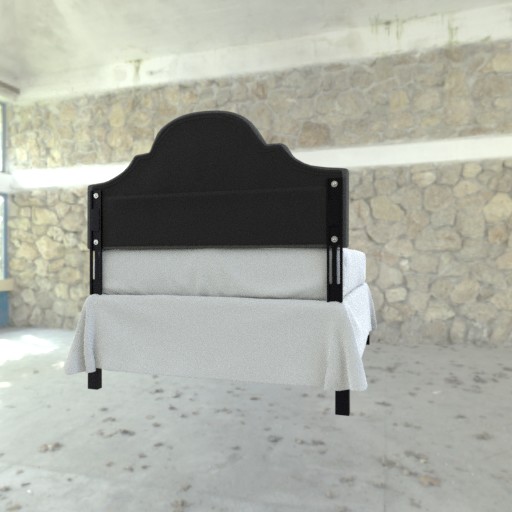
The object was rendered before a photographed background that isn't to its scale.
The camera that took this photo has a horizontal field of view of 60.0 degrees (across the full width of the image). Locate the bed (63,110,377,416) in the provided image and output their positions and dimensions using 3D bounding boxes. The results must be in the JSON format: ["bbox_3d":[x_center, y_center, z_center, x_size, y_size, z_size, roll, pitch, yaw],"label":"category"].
[{"bbox_3d":[0.000,0.000,3.416,1.780,1.634,2.222,0,0,17],"label":"bed"}]
